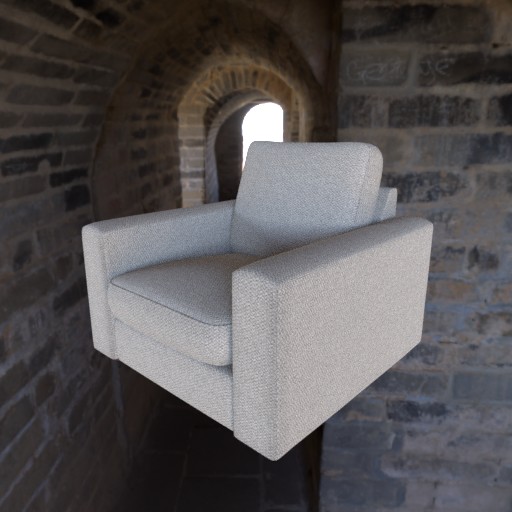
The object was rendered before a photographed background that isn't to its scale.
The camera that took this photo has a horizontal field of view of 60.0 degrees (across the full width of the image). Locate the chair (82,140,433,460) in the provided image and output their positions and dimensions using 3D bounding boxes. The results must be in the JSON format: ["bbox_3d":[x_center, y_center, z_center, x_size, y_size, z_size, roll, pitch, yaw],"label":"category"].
[{"bbox_3d":[0.000,0.000,1.759,1.005,0.873,1.016,14,21,40],"label":"chair"}]
